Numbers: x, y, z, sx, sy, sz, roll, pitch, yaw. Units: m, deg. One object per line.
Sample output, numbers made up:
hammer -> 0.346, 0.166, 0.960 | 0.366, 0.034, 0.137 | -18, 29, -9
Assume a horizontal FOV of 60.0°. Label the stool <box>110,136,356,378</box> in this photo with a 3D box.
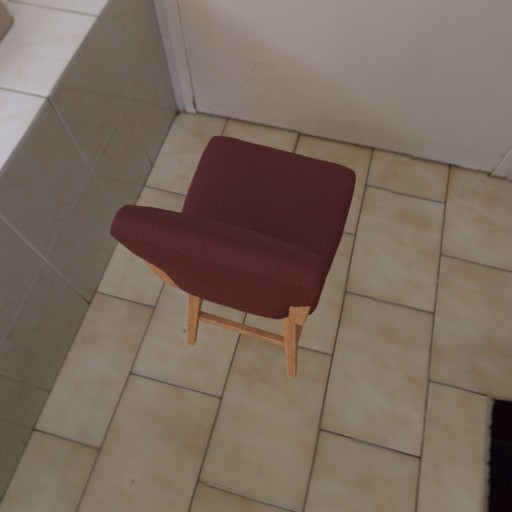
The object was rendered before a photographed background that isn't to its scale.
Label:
stool -> 0.000, 0.000, 1.378 | 0.468, 1.093, 0.562 | 16, 65, 8
